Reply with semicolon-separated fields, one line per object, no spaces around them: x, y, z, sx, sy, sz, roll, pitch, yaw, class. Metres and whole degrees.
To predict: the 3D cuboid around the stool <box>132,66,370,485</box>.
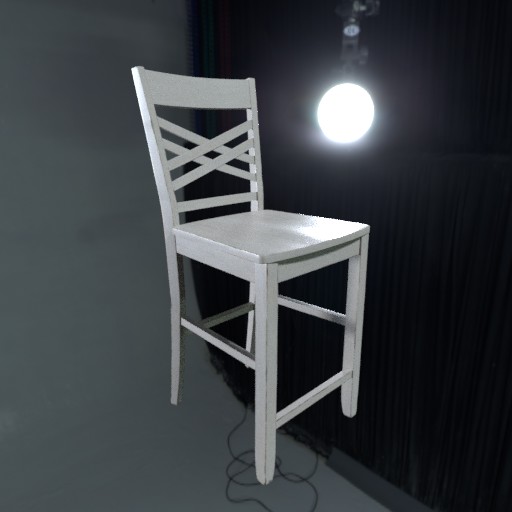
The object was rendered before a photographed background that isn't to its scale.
0.000;0.000;1.357;0.462;1.079;0.539;-16;22;-43;stool
